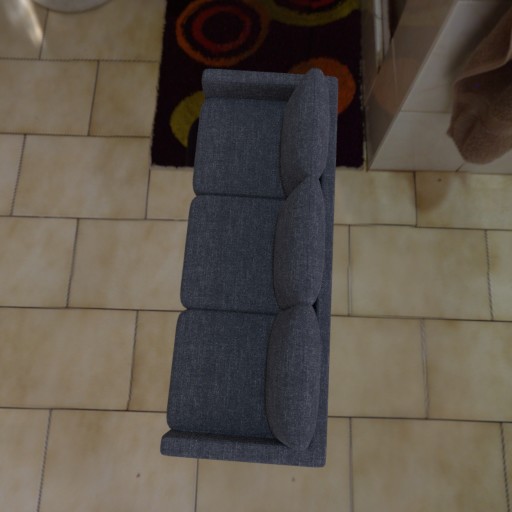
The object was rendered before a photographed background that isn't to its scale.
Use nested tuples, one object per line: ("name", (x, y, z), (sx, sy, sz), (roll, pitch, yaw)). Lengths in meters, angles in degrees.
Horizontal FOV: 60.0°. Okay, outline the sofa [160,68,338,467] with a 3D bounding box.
("sofa", (0.000, 0.000, 2.669), (0.859, 0.874, 2.218), (4, 77, 1))
